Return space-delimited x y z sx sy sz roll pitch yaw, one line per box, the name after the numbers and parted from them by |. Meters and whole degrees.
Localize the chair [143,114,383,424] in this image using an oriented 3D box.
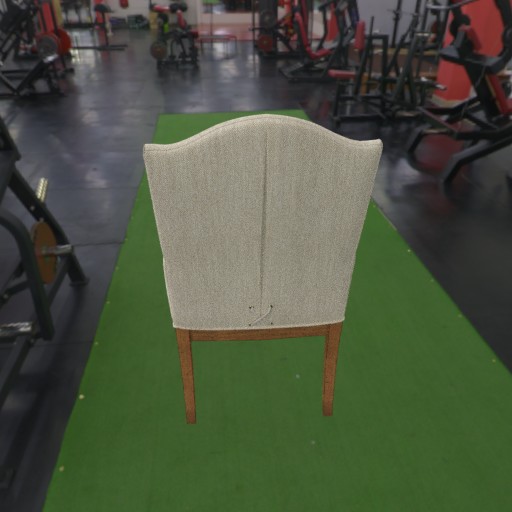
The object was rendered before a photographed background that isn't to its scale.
0.000 0.000 1.386 0.533 1.016 0.641 -2 32 -3 | chair
